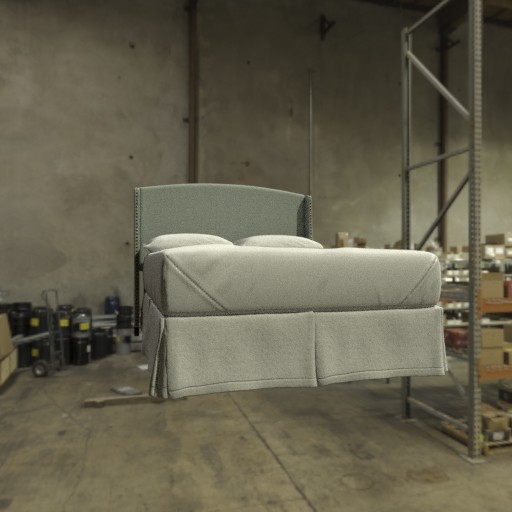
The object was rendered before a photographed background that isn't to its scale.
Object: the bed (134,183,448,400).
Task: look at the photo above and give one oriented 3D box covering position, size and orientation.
[{"bbox_3d":[0.000,0.000,3.304,1.710,1.407,2.237,0,-1,-17],"label":"bed"}]
